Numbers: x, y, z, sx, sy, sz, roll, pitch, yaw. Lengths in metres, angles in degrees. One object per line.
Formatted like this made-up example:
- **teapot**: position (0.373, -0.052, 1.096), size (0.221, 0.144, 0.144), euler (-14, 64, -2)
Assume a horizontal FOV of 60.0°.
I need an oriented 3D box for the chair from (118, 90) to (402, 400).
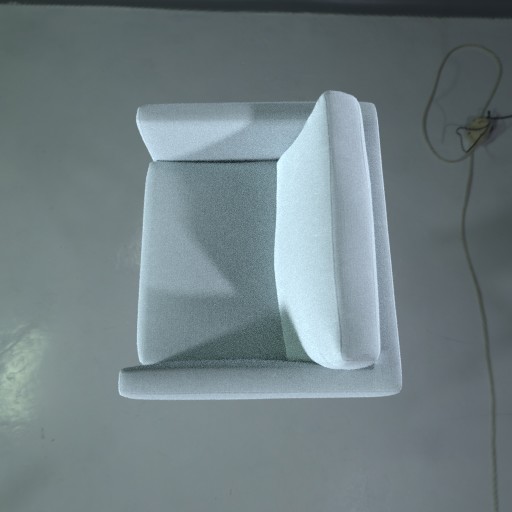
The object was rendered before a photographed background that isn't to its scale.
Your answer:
- **chair**: position (0.000, 0.000, 1.821), size (0.953, 0.961, 1.107), euler (-1, 75, 0)
